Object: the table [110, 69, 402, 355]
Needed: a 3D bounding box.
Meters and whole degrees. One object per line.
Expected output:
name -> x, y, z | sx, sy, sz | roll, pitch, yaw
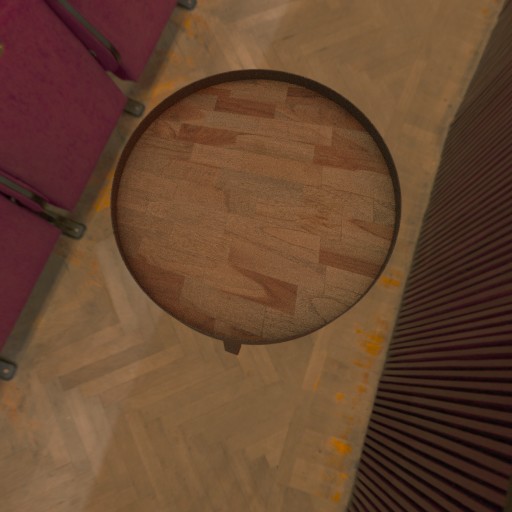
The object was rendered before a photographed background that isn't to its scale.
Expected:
table -> 0.000, 0.000, 0.952 | 0.406, 0.686, 0.406 | 20, 76, 5
